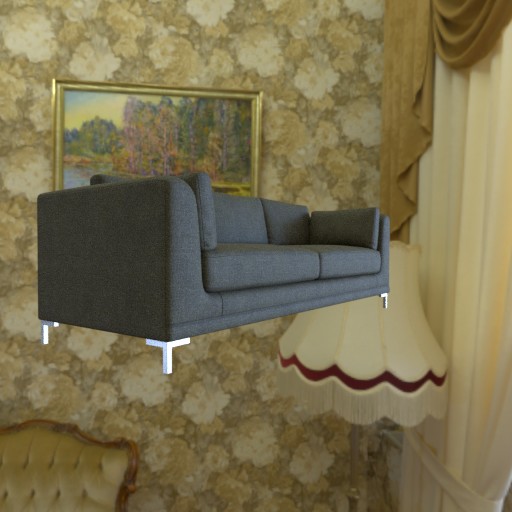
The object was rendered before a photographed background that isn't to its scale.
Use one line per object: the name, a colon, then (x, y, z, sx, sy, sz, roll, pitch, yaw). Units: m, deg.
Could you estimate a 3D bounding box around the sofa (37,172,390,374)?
sofa: (0.000, 0.000, 2.914, 0.969, 0.867, 2.415, 1, 1, 36)
